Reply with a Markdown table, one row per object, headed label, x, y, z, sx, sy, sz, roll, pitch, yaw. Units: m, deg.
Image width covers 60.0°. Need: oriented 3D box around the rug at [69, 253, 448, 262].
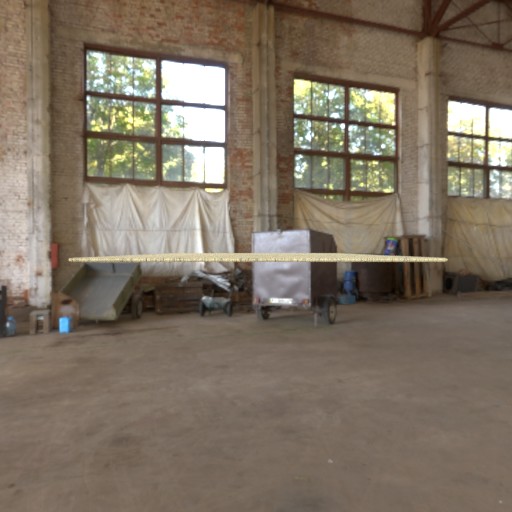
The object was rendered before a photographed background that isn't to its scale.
| label | x | y | z | sx | sy | sz | roll | pitch | yaw |
| --- | --- | --- | --- | --- | --- | --- | --- | --- | --- |
| rug | 0.000 | 0.000 | 2.357 | 1.243 | 0.014 | 1.846 | 0 | 1 | 0 |
